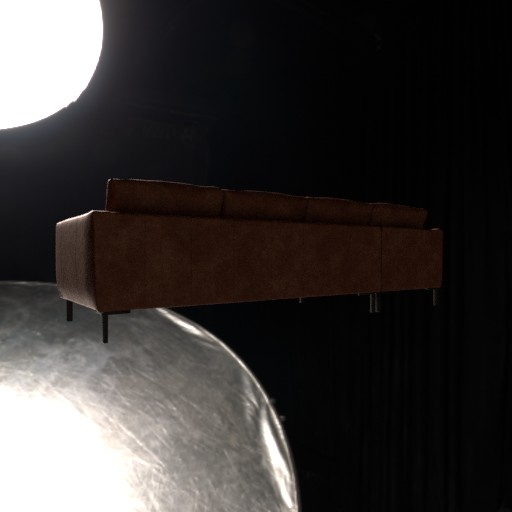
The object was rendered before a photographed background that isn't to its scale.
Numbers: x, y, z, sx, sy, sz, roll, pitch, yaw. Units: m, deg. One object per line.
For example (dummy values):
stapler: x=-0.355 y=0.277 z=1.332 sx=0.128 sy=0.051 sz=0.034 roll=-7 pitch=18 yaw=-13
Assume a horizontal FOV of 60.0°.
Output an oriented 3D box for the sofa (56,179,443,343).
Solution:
sofa: x=0.000 y=0.000 z=3.605 sx=2.993 sy=0.859 sz=1.471 roll=0 pitch=0 yaw=-35
